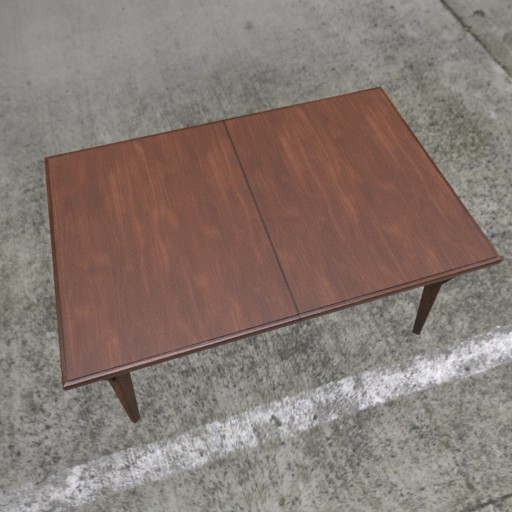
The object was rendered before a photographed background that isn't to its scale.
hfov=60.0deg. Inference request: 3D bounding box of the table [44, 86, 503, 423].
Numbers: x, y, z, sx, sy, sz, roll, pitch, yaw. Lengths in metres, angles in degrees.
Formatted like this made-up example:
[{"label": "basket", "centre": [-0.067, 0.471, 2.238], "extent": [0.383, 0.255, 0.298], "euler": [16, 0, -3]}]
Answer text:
[{"label": "table", "centre": [0.000, 0.000, 2.016], "extent": [1.524, 0.761, 0.990], "euler": [-15, 60, -9]}]
